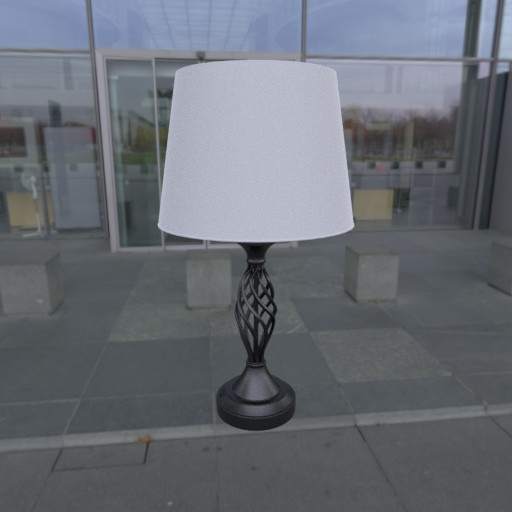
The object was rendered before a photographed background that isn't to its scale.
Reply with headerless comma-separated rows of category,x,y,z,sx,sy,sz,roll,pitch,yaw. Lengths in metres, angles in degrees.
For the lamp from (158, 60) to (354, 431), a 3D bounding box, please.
lamp,0.000,0.000,0.777,0.331,0.594,0.331,0,14,0
